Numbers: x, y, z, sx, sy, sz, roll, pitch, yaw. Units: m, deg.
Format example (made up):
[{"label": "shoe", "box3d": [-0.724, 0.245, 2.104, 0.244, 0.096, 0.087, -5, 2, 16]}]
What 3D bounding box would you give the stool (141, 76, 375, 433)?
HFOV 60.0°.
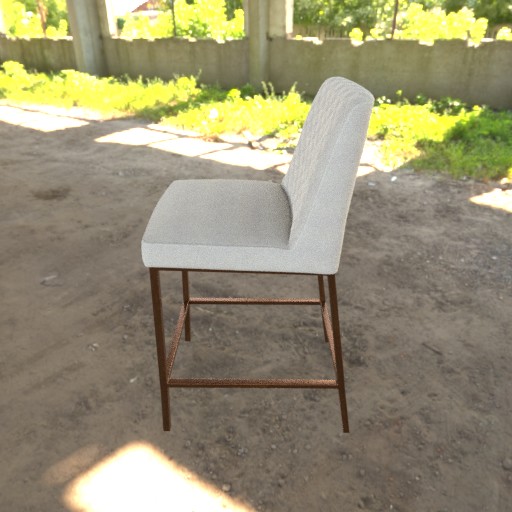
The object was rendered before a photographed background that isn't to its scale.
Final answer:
[{"label": "stool", "box3d": [0.000, 0.000, 1.329, 0.576, 0.973, 0.507, 0, 27, 1]}]
